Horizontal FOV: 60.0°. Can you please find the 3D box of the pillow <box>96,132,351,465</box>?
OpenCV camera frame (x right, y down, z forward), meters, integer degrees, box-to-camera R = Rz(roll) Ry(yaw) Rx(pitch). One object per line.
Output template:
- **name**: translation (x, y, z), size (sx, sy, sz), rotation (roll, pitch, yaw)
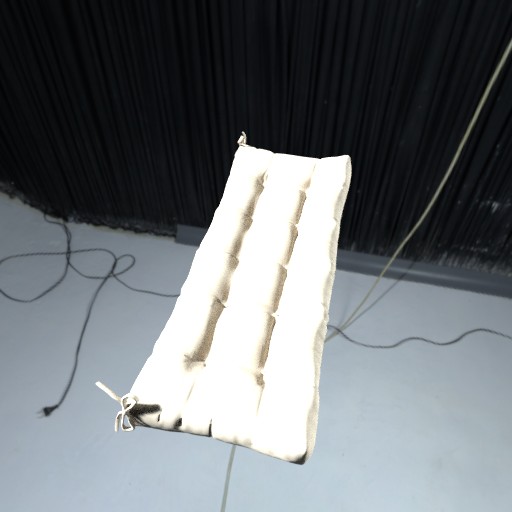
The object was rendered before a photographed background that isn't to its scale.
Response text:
- **pillow**: translation (0.000, 0.000, 1.376), size (0.511, 0.174, 1.194), rotation (9, 48, 9)
